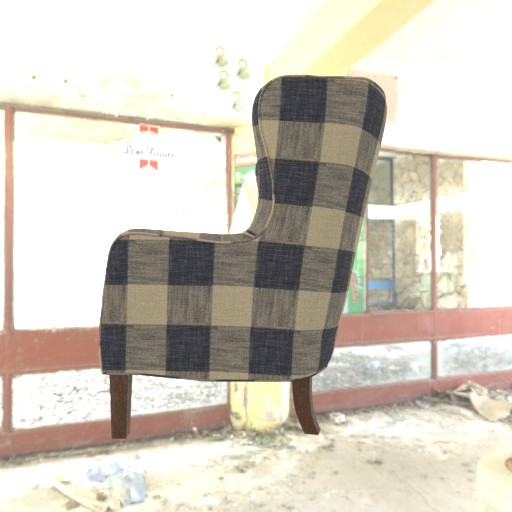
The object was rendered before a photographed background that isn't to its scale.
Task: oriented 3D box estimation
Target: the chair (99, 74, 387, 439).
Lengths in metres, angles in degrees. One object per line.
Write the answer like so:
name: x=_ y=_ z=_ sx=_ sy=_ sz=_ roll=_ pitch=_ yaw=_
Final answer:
chair: x=0.000 y=0.000 z=1.639 sx=0.889 sy=1.041 sz=0.830 roll=0 pitch=-1 yaw=1
